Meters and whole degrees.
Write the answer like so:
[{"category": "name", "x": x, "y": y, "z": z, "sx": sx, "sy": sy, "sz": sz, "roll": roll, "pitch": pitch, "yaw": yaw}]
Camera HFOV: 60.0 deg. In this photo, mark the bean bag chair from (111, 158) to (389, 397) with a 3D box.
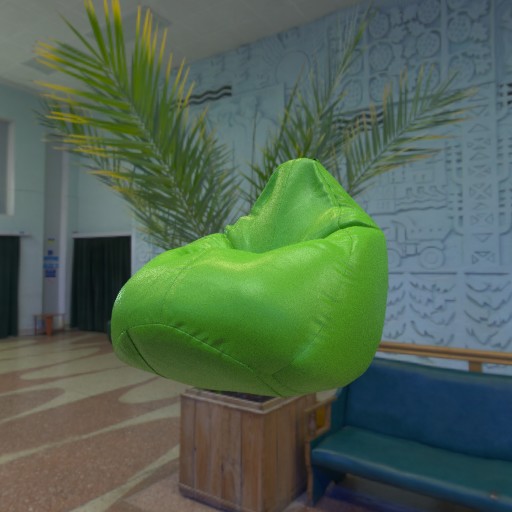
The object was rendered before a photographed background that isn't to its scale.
[{"category": "bean bag chair", "x": 0.000, "y": 0.000, "z": 1.884, "sx": 1.070, "sy": 0.990, "sz": 1.070, "roll": -1, "pitch": -2, "yaw": 36}]
